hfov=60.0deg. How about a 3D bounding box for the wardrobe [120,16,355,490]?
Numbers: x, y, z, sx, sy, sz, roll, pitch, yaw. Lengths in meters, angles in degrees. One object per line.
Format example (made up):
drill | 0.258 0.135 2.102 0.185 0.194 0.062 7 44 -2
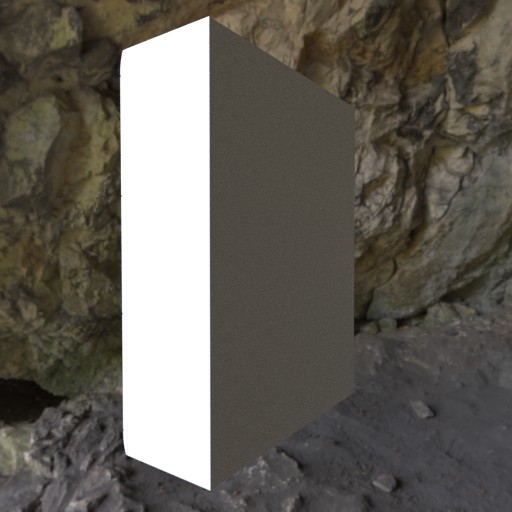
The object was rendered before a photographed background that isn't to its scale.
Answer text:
wardrobe | 0.000 0.000 1.571 0.360 1.200 0.900 1 2 35
